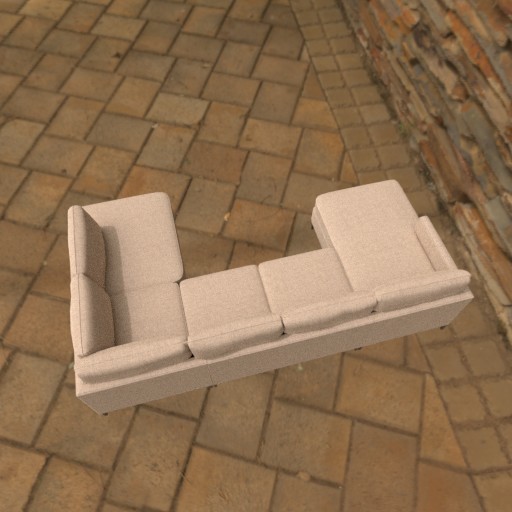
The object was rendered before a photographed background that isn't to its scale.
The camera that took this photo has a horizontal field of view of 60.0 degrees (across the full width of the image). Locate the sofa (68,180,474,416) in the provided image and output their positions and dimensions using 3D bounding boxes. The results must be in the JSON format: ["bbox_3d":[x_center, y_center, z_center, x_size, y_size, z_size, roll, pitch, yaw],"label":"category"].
[{"bbox_3d":[0.000,0.000,4.285,3.423,0.996,2.021,-12,59,-8],"label":"sofa"}]
